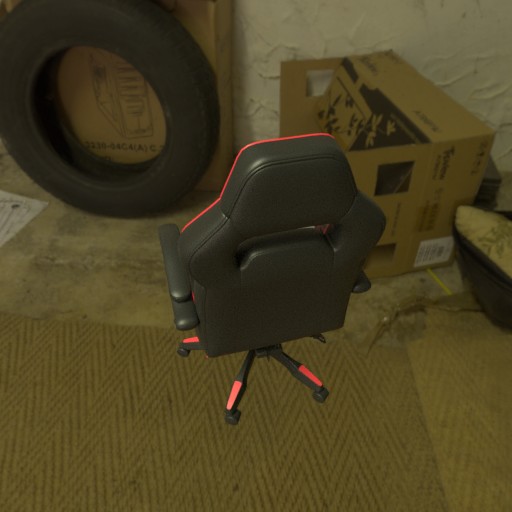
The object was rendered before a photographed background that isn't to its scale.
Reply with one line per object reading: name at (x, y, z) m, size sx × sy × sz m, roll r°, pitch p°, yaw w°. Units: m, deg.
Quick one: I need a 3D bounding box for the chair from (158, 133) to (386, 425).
chair at (0.000, 0.000, 1.634) m, size 0.700 × 1.220 × 0.700 m, roll -11°, pitch 43°, yaw -11°
